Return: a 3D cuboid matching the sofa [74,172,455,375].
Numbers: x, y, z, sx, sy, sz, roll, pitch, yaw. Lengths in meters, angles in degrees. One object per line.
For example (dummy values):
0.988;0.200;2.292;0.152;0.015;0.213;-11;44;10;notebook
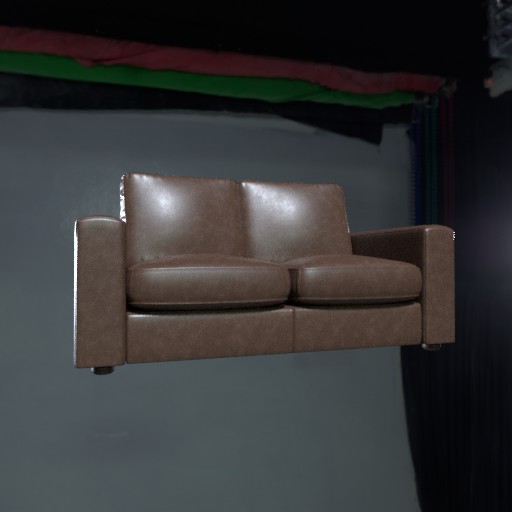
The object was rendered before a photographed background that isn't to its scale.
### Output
0.000;0.000;2.214;1.616;0.873;1.016;0;-1;-18;sofa
